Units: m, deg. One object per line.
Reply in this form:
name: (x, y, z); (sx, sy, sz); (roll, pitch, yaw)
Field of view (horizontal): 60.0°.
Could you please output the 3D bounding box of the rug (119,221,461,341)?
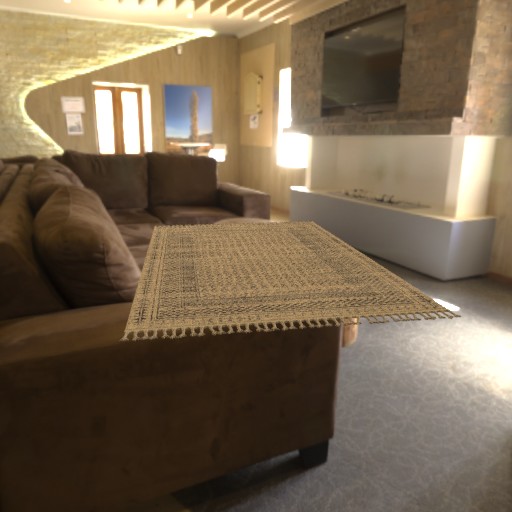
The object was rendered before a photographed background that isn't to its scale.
rug: (0.000, 0.000, 3.114); (1.548, 0.013, 2.486); (-2, 15, -9)
